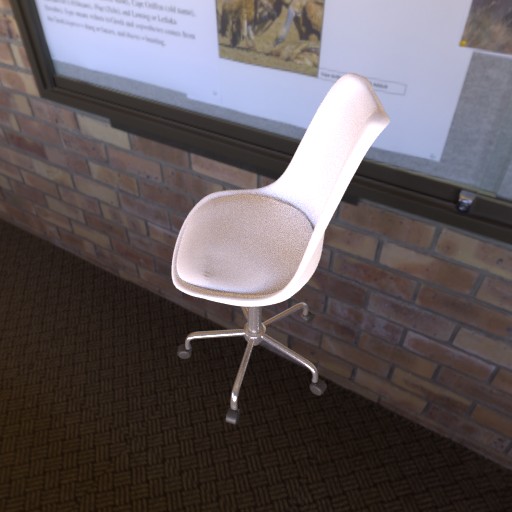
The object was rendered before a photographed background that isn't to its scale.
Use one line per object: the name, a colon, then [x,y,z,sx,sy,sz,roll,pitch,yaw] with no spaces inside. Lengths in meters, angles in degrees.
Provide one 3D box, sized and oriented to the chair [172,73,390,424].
chair: [0.000,0.000,1.270,0.550,0.930,0.550,0,41,0]
